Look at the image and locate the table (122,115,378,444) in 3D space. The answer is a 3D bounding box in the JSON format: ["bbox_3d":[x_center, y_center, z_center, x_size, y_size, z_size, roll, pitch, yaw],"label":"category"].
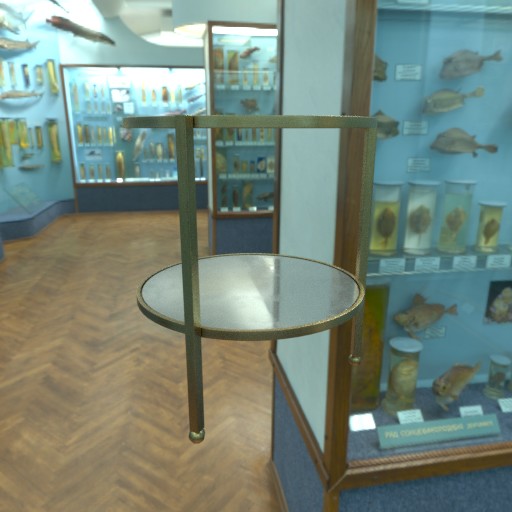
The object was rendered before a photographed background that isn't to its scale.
[{"bbox_3d":[0.000,0.000,0.455,0.243,0.269,0.231,-2,16,-8],"label":"table"}]
